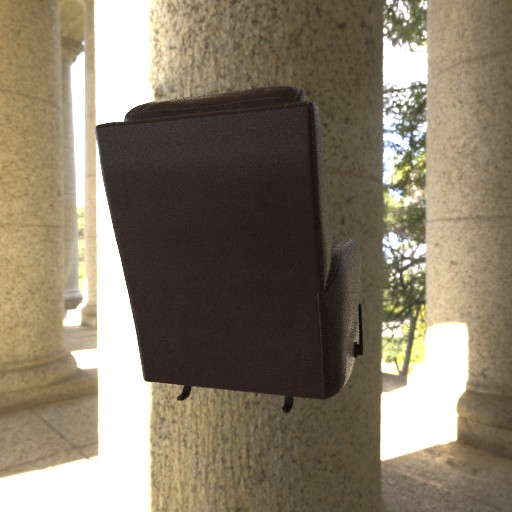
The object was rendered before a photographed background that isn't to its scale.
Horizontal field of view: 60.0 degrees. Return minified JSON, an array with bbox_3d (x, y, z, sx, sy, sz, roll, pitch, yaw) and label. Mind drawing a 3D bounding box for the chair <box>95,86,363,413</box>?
[{"bbox_3d":[0.000,0.000,1.771,0.829,1.030,1.080,0,1,18],"label":"chair"}]
